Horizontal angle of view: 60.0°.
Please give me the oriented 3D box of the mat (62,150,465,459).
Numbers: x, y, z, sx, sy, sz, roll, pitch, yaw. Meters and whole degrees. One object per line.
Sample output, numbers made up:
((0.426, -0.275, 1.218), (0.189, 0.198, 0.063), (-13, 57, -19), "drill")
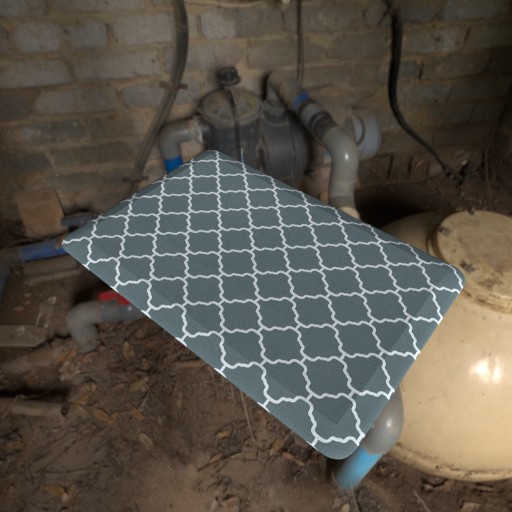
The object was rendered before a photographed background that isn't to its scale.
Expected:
((0.000, 0.000, 0.966), (0.762, 0.021, 0.508), (31, 54, 26), "mat")
